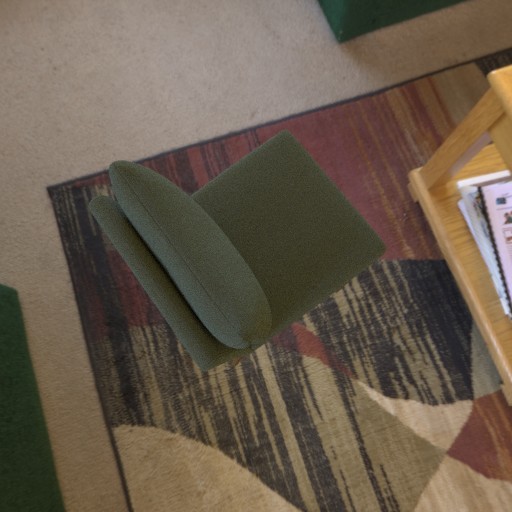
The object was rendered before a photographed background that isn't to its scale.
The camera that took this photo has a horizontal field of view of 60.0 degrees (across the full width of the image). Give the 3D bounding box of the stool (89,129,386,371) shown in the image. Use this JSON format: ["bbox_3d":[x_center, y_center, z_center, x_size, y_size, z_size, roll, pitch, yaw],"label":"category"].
[{"bbox_3d":[0.000,0.000,1.342,0.568,1.032,0.463,-36,79,-8],"label":"stool"}]
